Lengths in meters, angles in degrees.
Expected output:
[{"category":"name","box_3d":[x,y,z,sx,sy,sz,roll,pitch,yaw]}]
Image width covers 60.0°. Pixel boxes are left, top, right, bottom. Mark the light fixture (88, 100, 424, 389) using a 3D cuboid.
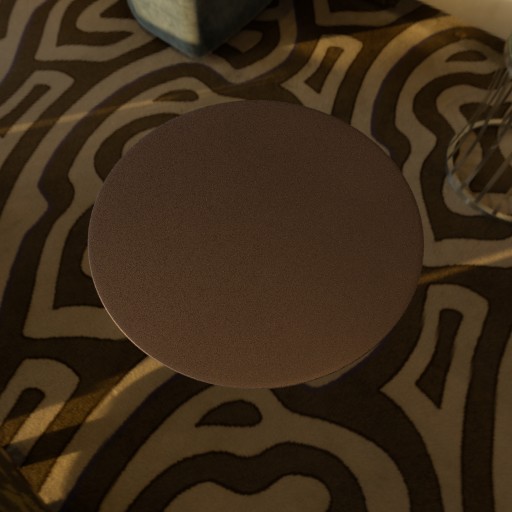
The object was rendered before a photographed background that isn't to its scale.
[{"category":"light fixture","box_3d":[0.000,0.000,0.433,0.280,0.135,0.280,0,62,0]}]
